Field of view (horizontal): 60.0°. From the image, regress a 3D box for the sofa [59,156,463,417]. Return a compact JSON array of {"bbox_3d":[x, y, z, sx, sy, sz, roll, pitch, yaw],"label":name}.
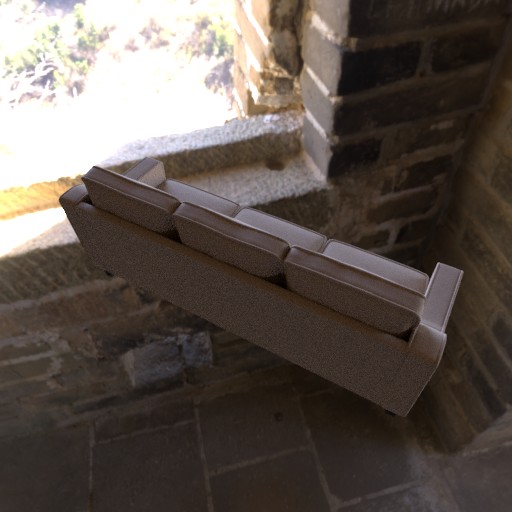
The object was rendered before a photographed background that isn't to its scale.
[{"bbox_3d":[0.000,0.000,2.577,2.131,0.902,0.791,23,51,20],"label":"sofa"}]
